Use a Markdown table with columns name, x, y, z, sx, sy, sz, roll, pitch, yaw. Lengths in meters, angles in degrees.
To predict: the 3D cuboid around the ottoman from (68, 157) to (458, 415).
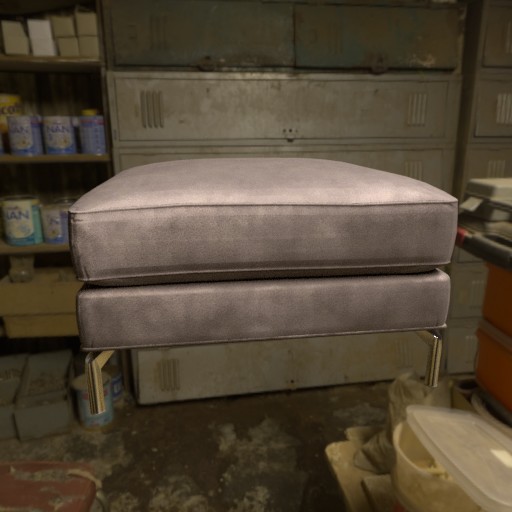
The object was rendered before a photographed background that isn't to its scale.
| name | x | y | z | sx | sy | sz | roll | pitch | yaw |
| --- | --- | --- | --- | --- | --- | --- | --- | --- | --- |
| ottoman | 0.000 | 0.000 | 1.062 | 0.719 | 0.456 | 0.520 | -2 | 16 | -8 |
